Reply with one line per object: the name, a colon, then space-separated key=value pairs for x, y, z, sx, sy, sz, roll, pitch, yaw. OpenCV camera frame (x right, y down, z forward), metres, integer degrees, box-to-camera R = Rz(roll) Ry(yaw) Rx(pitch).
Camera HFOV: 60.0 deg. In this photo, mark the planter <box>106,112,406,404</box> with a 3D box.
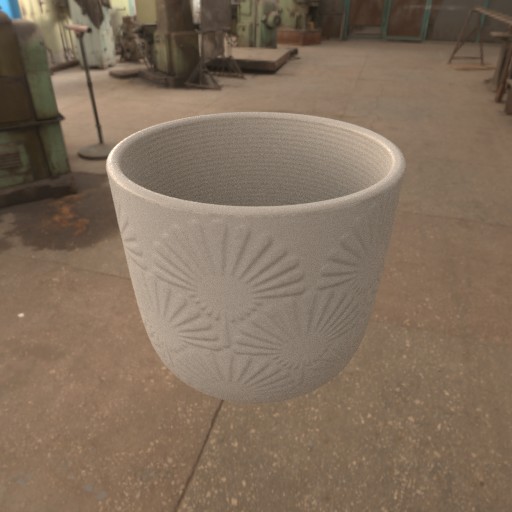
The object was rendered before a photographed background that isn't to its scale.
planter: x=0.000 y=0.000 z=0.218 sx=0.124 sy=0.109 sz=0.124 roll=0 pitch=32 yaw=0
